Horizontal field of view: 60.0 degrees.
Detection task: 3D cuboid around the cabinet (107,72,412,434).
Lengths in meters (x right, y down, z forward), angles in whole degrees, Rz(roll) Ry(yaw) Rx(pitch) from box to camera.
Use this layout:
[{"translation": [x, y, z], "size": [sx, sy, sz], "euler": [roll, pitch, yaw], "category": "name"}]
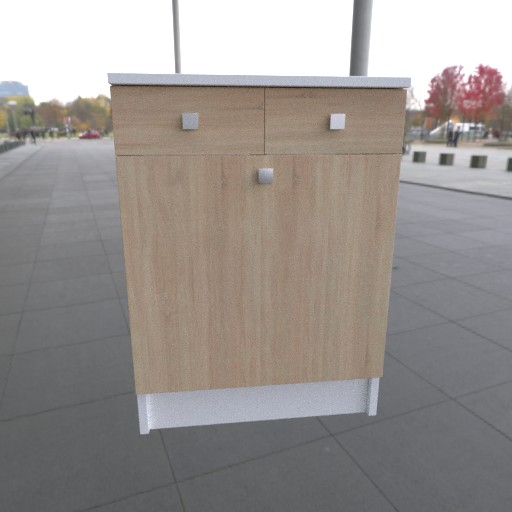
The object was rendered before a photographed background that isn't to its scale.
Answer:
[{"translation": [0.000, 0.000, 1.113], "size": [0.600, 0.815, 0.296], "euler": [-2, 16, -7], "category": "cabinet"}]
